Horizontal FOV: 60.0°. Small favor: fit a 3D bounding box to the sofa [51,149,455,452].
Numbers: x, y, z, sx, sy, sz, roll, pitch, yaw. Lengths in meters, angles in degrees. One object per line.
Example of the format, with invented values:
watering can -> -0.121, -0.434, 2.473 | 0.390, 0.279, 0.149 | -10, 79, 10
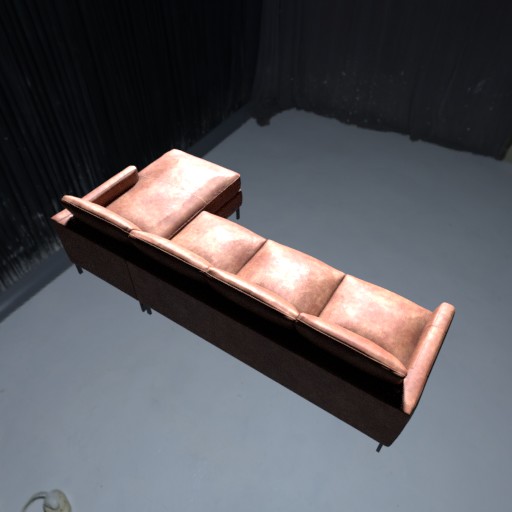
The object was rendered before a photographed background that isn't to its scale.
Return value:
sofa -> 0.000, 0.000, 3.553 | 2.993, 0.859, 1.471 | 25, 51, 22
